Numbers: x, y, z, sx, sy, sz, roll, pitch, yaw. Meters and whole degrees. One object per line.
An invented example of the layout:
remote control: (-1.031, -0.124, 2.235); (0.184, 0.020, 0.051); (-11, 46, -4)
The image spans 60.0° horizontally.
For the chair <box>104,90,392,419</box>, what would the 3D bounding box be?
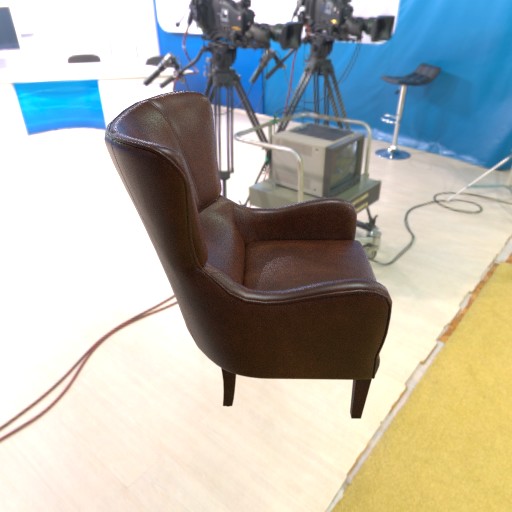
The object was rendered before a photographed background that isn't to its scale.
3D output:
chair: (0.000, 0.000, 1.649); (0.914, 1.048, 0.692); (0, 32, 1)
